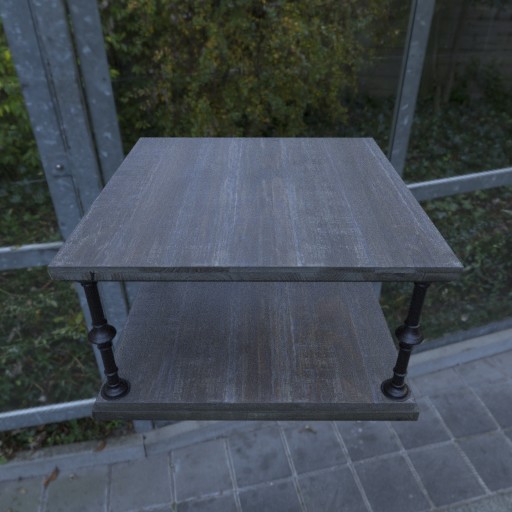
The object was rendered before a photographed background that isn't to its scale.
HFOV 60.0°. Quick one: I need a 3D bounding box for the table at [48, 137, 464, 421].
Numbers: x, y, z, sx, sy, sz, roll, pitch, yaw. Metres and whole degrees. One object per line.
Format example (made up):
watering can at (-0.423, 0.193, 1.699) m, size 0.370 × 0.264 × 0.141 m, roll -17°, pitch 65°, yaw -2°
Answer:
table at (0.000, 0.000, 1.142) m, size 0.696 × 0.400 × 0.696 m, roll 0°, pitch 32°, yaw 0°
